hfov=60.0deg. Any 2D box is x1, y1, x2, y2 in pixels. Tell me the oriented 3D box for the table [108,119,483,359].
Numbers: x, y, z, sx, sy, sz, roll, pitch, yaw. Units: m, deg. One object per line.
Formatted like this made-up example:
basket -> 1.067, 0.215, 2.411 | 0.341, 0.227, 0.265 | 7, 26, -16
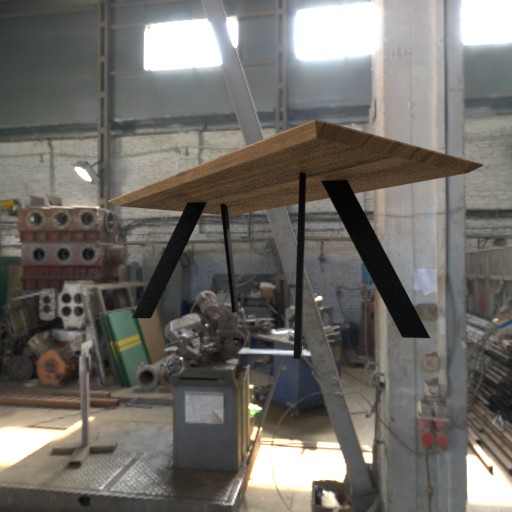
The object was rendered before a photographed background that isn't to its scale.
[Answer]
table -> 0.000, 0.000, 2.437 | 1.000, 0.770, 2.000 | 1, -2, -36
